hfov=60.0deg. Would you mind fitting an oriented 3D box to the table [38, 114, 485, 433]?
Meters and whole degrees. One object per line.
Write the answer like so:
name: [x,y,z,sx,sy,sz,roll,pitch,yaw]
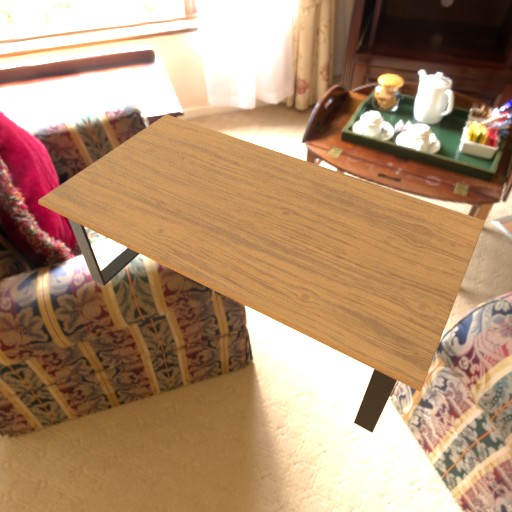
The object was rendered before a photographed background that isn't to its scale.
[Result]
table: [0.000,0.000,1.639,1.331,0.445,0.693,24,51,21]
